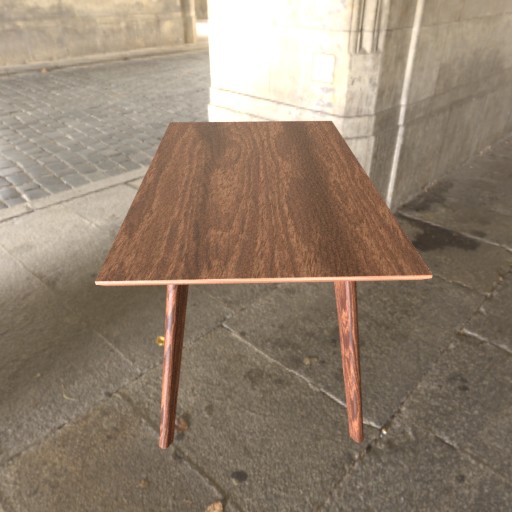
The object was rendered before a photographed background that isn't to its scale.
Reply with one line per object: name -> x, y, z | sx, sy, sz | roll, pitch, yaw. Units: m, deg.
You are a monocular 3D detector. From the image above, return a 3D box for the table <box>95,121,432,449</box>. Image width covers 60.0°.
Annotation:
table -> 0.000, 0.000, 1.813 | 0.801, 0.724, 1.349 | -1, 32, -2
